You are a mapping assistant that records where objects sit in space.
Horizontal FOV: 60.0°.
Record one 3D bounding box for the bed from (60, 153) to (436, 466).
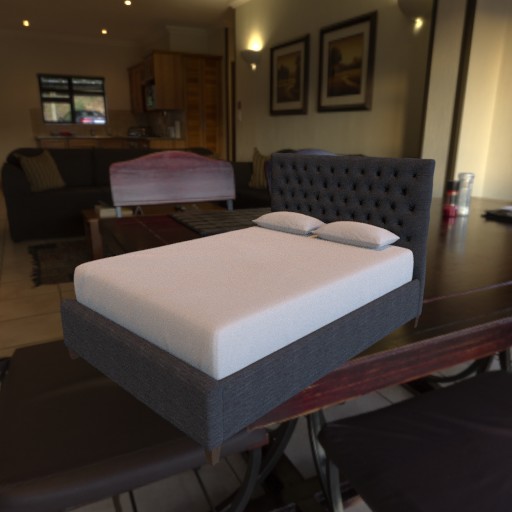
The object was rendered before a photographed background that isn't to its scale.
[{"bbox_3d":[0.000,0.000,3.395,1.698,1.427,2.387,14,21,42],"label":"bed"}]
